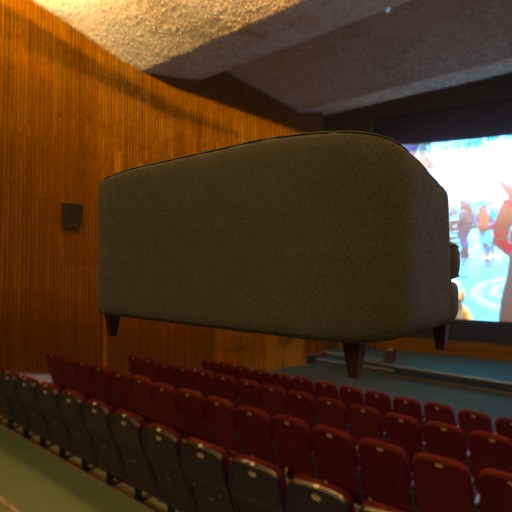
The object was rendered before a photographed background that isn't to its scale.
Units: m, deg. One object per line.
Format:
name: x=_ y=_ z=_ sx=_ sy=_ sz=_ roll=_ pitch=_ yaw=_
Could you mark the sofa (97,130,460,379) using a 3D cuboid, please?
sofa: x=0.000 y=0.000 z=2.231 sx=1.733 sy=0.855 sz=0.941 roll=-1 pitch=-2 yaw=38
